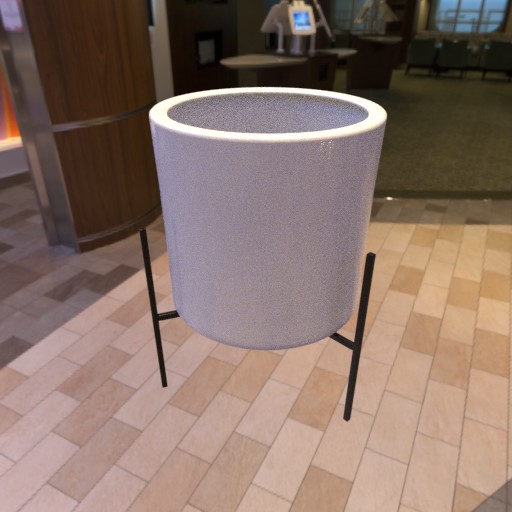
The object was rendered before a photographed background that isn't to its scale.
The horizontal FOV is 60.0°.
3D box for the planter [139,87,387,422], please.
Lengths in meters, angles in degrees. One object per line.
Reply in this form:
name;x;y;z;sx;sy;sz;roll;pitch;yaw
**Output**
planter;0.000;0.000;0.738;0.361;0.480;0.360;-10;31;-17
